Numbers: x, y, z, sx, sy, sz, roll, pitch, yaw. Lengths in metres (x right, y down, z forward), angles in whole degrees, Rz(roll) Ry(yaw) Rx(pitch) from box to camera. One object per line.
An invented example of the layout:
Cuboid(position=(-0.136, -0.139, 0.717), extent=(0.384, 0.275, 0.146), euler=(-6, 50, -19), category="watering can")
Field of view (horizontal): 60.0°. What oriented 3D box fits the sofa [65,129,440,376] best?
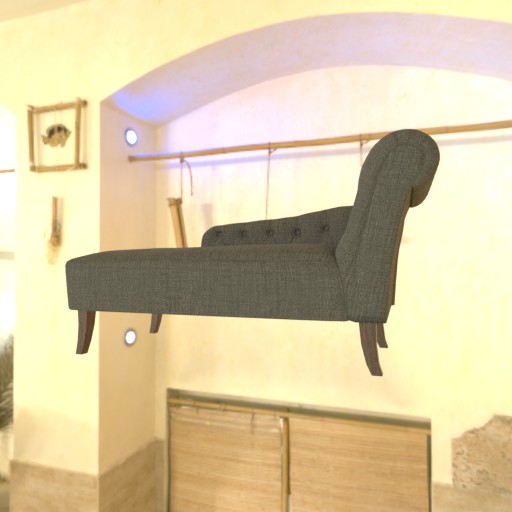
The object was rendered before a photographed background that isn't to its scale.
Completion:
Cuboid(position=(0.000, 0.000, 1.843), extent=(1.379, 0.787, 0.675), euler=(0, -1, 19), category="sofa")
